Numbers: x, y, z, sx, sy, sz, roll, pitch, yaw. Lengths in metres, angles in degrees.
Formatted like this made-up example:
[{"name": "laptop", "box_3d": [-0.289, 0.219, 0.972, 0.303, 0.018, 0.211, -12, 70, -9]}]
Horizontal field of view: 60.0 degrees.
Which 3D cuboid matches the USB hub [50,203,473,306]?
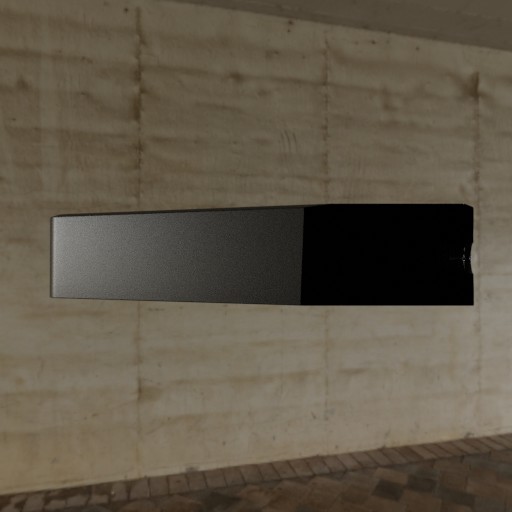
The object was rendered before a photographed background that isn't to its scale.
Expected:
[{"name": "USB hub", "box_3d": [0.000, 0.000, 0.126, 0.110, 0.023, 0.044, 0, -1, 18]}]
